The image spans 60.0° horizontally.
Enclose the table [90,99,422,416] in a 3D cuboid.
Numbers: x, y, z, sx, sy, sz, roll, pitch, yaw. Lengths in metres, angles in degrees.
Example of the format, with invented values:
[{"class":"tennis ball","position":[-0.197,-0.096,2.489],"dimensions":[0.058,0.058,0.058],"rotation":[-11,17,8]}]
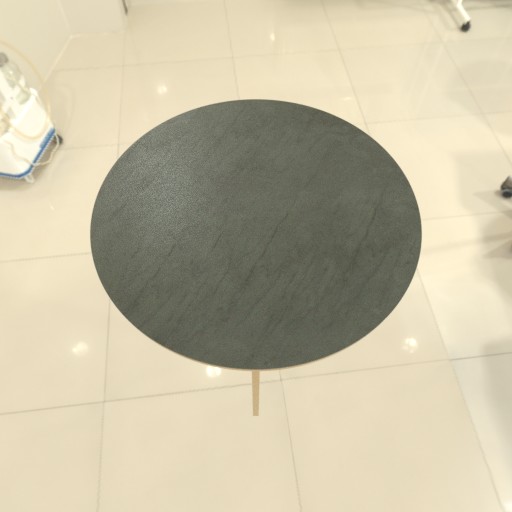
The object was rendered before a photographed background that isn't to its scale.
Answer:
[{"class":"table","position":[0.000,0.000,1.281],"dimensions":[0.800,0.450,0.800],"rotation":[0,59,0]}]
